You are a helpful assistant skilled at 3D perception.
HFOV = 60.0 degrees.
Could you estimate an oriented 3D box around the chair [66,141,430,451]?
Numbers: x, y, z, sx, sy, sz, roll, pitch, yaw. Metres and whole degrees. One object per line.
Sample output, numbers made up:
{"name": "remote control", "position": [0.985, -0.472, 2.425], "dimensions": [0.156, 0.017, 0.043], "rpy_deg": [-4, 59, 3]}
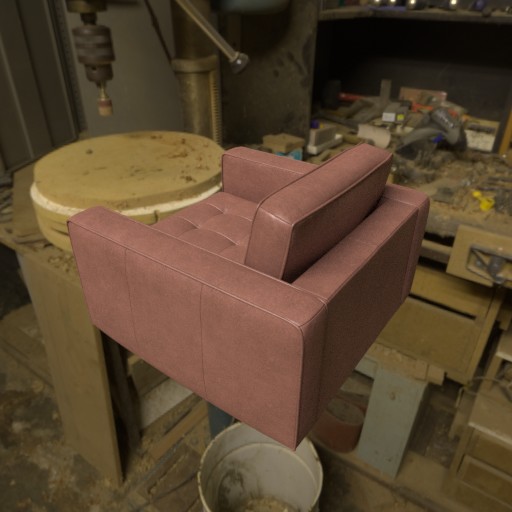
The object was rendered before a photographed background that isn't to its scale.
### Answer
{"name": "chair", "position": [0.000, 0.000, 1.566], "dimensions": [0.900, 0.770, 0.920], "rpy_deg": [21, 38, 30]}
